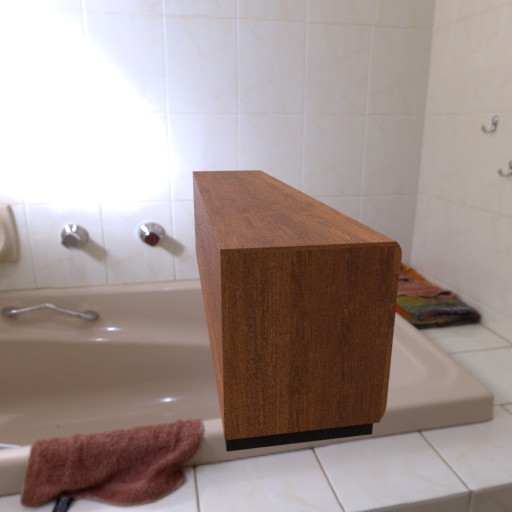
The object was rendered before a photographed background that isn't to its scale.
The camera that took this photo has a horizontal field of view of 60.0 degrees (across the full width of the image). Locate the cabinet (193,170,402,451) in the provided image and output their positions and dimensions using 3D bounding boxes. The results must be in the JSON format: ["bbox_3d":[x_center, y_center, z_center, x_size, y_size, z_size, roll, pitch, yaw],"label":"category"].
[{"bbox_3d":[0.000,0.000,1.738,0.419,0.510,1.600,-3,17,-9],"label":"cabinet"}]
